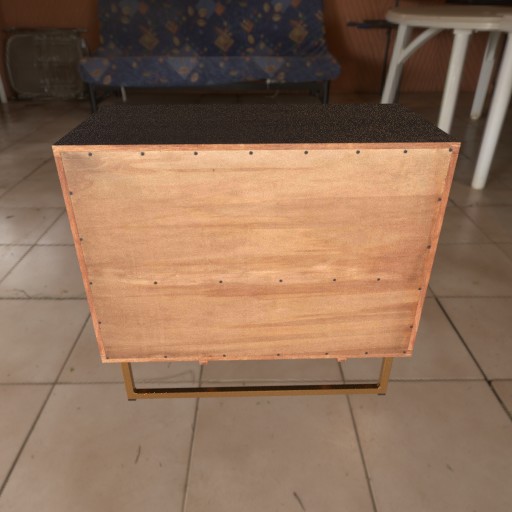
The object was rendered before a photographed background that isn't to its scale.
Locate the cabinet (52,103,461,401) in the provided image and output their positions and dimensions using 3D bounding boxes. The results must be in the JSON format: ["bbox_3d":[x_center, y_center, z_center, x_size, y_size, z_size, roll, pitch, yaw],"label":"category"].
[{"bbox_3d":[0.000,0.000,1.437,0.950,0.860,0.451,-1,30,-1],"label":"cabinet"}]
